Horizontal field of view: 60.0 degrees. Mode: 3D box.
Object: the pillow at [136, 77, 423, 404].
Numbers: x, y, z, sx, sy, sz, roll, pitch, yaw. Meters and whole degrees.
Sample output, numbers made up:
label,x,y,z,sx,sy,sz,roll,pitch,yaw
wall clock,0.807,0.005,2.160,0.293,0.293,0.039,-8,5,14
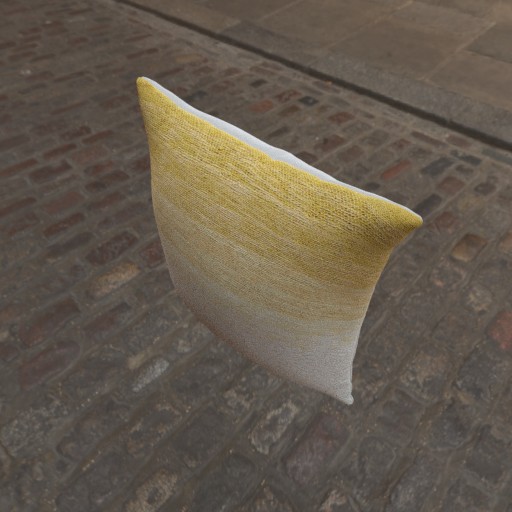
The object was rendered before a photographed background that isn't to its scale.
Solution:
label,x,y,z,sx,sy,sz,roll,pitch,yaw
pillow,0.000,0.000,0.707,0.450,0.450,0.211,33,56,26
